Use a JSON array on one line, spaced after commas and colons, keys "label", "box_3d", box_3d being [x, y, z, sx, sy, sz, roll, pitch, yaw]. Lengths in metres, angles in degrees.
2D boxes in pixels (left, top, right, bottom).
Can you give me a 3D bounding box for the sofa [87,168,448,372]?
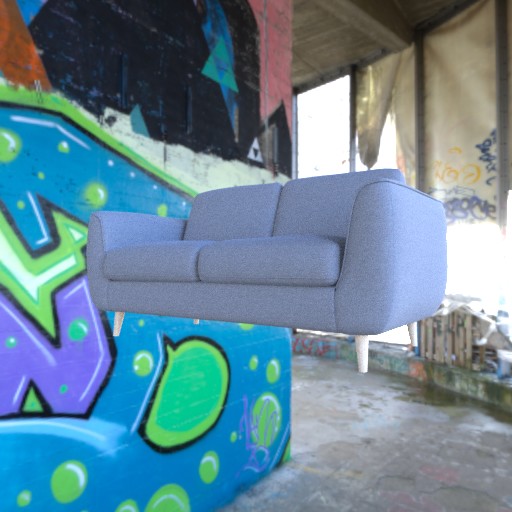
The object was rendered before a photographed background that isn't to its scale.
[{"label": "sofa", "box_3d": [0.000, 0.000, 2.237, 1.700, 0.850, 0.920, -1, -2, 35]}]
